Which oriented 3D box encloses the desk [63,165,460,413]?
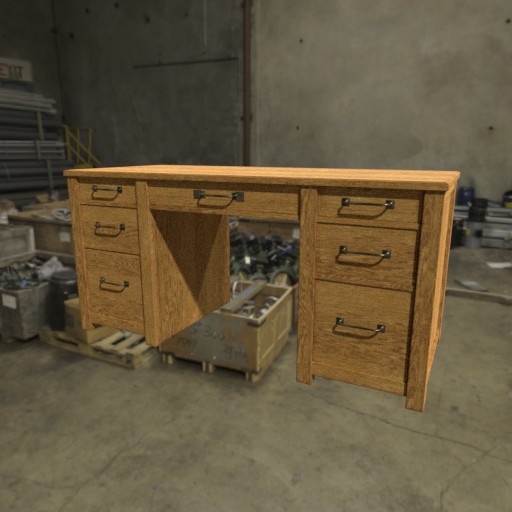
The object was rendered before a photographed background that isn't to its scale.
[{"bbox_3d":[0.000,0.000,1.985,1.567,0.751,0.685,7,15,26],"label":"desk"}]
